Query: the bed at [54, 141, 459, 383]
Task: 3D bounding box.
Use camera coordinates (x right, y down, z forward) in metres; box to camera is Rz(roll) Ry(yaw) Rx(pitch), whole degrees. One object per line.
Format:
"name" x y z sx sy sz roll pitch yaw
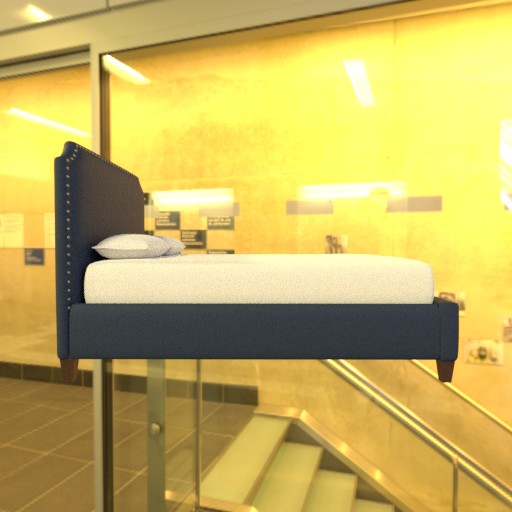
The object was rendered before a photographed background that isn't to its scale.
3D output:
"bed" 0.000 0.000 3.397 2.372 1.443 1.712 0 2 0
